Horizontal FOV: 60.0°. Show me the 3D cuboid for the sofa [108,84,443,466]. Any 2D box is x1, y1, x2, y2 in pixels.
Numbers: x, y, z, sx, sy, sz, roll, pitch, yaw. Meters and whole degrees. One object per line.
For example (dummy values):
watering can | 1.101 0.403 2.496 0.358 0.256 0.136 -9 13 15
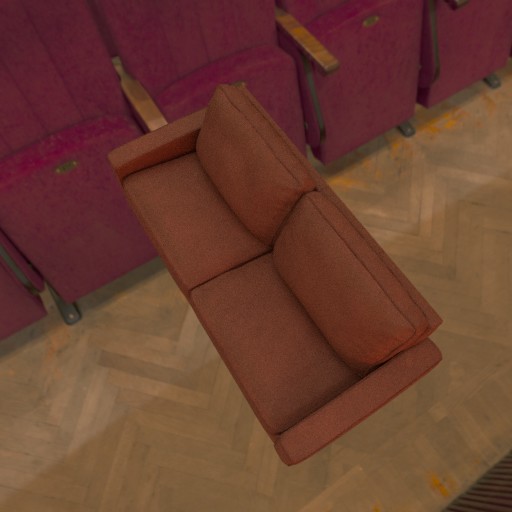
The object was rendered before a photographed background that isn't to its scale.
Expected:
sofa | 0.000 0.000 2.564 0.940 0.919 2.080 -30 68 -14
